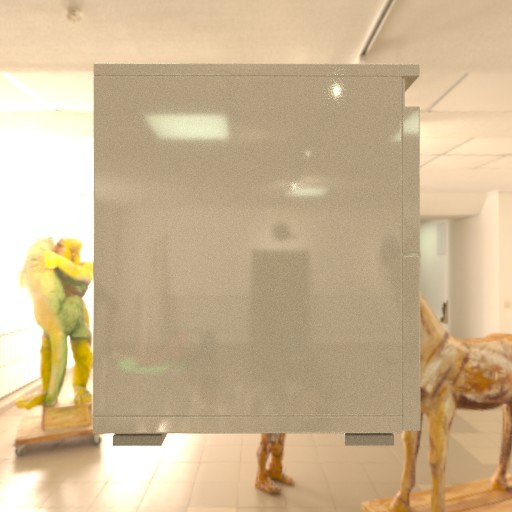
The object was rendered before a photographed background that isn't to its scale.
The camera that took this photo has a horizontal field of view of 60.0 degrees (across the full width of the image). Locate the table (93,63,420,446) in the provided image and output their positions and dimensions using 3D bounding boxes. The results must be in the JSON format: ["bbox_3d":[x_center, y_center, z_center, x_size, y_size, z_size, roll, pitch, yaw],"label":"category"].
[{"bbox_3d":[0.000,0.000,0.752,0.400,0.470,0.420,0,0,0],"label":"table"}]
